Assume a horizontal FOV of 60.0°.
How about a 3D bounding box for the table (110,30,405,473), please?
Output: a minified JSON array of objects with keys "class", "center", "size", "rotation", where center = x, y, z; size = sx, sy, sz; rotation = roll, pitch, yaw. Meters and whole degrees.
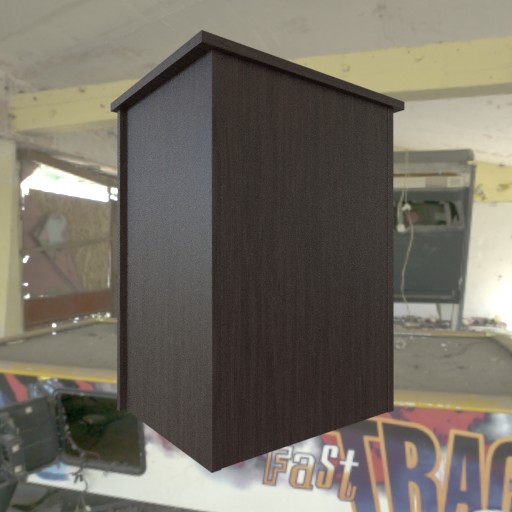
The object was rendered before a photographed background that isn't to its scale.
[{"class":"table","center":[0.000,0.000,0.919],"size":[0.480,0.635,0.381],"rotation":[0,0,-37]}]
